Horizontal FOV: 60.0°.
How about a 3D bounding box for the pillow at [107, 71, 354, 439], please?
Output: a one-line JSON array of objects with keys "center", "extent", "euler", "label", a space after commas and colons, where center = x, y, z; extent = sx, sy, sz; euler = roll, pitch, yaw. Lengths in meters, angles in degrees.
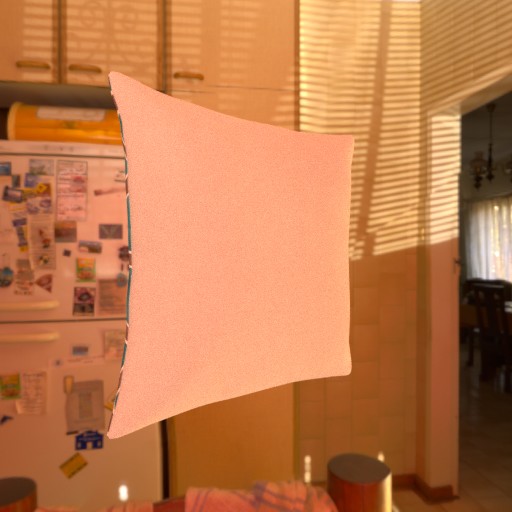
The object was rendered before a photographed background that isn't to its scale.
[{"center": [0.000, 0.000, 0.776], "extent": [0.526, 0.507, 0.166], "euler": [0, 0, -39], "label": "pillow"}]
